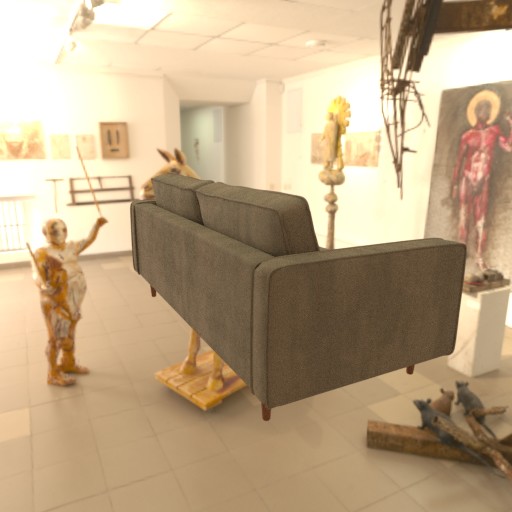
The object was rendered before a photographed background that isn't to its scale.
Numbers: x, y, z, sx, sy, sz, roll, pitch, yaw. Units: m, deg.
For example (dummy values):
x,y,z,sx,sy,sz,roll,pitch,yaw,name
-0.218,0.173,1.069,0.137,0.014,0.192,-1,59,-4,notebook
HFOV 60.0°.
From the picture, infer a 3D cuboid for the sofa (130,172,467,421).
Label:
x,y,z,sx,sy,sz,roll,pitch,yaw,name
0.000,0.000,2.397,0.924,0.825,1.920,-7,16,-27,sofa
